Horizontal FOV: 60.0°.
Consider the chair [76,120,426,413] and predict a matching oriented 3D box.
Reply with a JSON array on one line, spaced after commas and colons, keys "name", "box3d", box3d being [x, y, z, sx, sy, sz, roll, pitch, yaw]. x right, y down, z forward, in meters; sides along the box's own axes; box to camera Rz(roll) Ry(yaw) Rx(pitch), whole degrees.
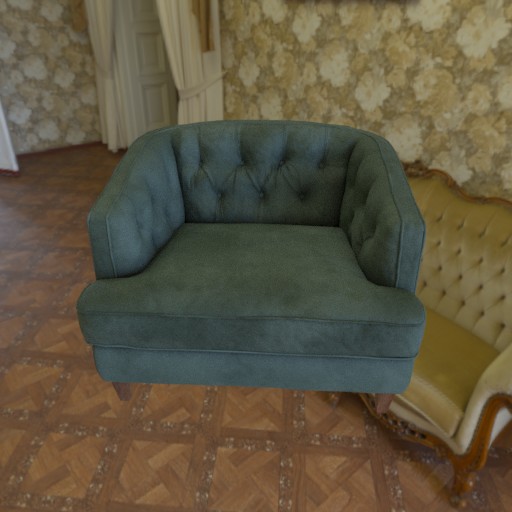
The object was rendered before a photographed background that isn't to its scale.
[{"name": "chair", "box3d": [0.000, 0.000, 1.739, 1.104, 0.852, 0.941, 2, 29, 3]}]
